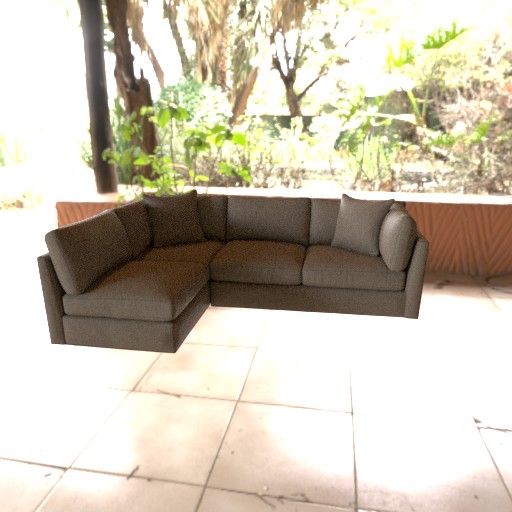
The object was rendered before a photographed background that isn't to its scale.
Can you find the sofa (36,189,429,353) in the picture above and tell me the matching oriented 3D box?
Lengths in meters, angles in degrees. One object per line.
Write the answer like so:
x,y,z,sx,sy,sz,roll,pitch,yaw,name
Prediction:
0.000,0.000,3.940,2.896,0.978,1.994,2,16,9,sofa
